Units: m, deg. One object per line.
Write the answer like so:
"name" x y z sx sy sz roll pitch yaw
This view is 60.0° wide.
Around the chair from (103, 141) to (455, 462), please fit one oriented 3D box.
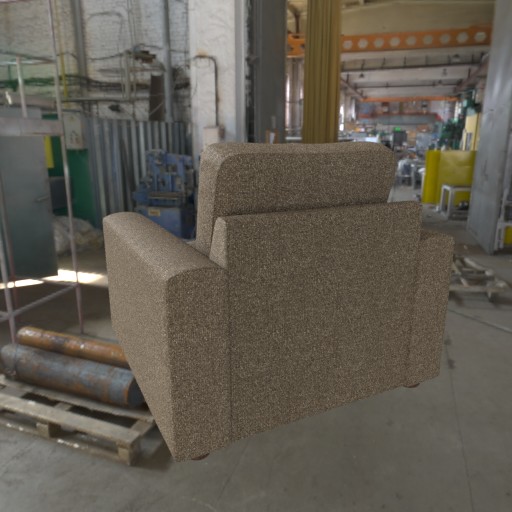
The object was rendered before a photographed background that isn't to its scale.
"chair" 0.000 0.000 1.736 1.005 0.873 1.016 -8 17 -26
